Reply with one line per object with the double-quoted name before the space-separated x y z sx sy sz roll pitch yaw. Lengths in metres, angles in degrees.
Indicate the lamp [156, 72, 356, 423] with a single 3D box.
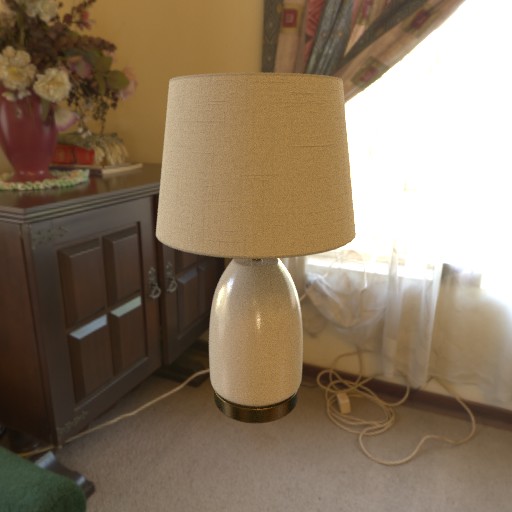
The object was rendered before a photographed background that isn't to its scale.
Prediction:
"lamp" 0.000 0.000 0.657 0.285 0.483 0.285 0 17 0
